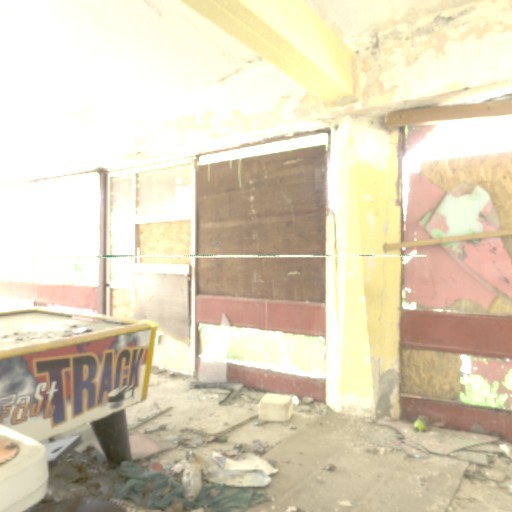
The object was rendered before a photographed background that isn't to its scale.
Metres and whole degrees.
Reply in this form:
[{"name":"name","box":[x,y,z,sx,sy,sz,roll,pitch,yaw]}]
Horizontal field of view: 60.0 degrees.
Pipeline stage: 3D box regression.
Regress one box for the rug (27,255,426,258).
[{"name":"rug","box":[0.000,0.000,2.746,2.438,0.012,0.768,0,0,-36]}]
